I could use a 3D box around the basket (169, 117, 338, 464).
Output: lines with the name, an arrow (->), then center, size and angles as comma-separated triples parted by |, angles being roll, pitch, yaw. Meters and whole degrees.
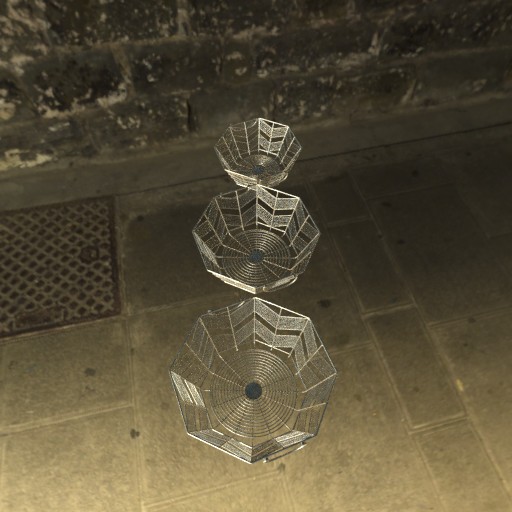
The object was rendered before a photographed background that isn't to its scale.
basket -> 0.000, 0.000, 1.425 | 0.432, 0.178, 1.246 | 1, 57, 1
